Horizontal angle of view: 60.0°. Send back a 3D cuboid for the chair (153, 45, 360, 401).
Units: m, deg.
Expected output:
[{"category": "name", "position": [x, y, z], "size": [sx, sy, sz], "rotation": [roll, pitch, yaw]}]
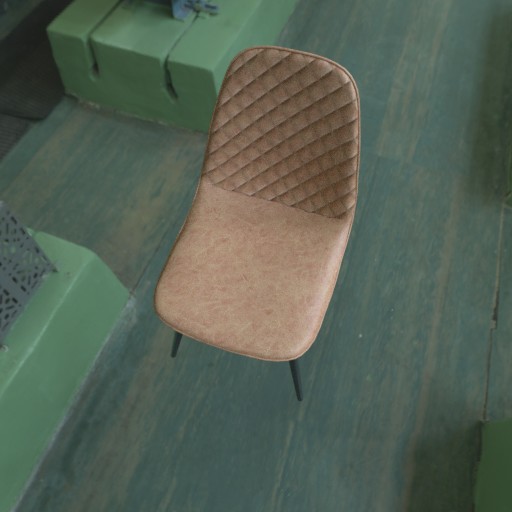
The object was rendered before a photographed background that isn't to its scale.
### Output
[{"category": "chair", "position": [0.000, 0.000, 1.215], "size": [0.472, 0.889, 0.561], "rotation": [16, 60, 10]}]
